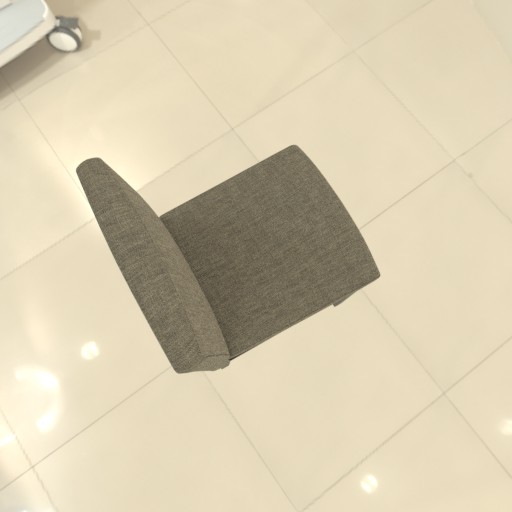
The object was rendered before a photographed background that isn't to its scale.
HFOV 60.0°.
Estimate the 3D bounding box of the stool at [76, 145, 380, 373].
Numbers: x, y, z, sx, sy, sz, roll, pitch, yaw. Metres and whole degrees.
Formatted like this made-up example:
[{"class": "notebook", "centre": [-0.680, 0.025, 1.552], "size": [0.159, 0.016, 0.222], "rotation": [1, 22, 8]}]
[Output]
[{"class": "stool", "centre": [0.000, 0.000, 1.252], "size": [0.552, 0.966, 0.451], "rotation": [-28, 77, -7]}]
